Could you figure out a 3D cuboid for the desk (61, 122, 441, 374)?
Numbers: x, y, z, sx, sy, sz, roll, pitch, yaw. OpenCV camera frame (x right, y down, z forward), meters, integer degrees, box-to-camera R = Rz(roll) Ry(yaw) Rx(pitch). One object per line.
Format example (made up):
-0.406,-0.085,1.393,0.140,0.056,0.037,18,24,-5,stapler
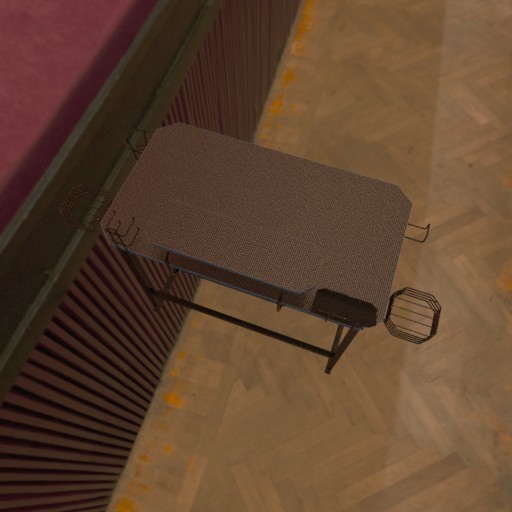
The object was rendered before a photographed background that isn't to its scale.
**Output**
0.000,0.000,1.768,1.295,0.909,0.594,18,65,9,desk
